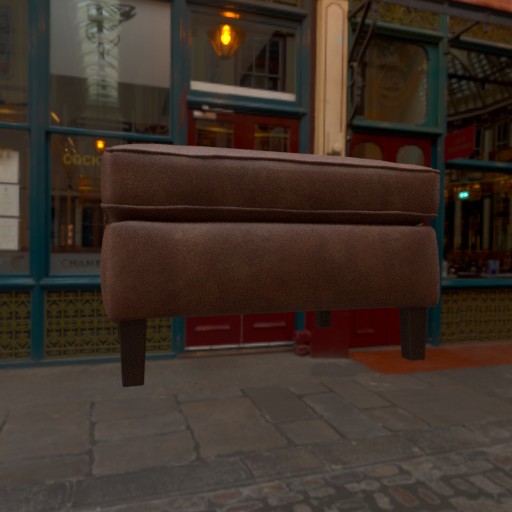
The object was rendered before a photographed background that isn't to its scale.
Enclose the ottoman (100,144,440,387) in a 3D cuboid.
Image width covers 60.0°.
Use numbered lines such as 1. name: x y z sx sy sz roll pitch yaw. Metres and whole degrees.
1. ottoman: 0.000 0.000 1.011 0.665 0.418 0.501 0 1 -18
